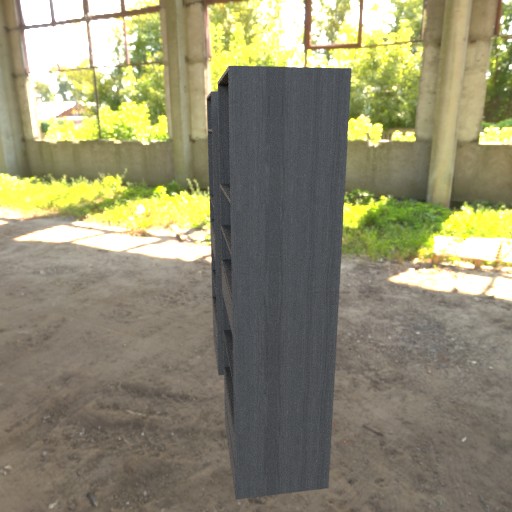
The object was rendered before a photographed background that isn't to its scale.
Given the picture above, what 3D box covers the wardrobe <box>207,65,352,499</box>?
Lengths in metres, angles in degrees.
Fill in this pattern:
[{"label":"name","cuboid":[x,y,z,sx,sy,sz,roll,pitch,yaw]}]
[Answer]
[{"label":"wardrobe","cuboid":[0.000,0.000,2.806,0.480,2.000,1.770,-2,16,-8]}]
